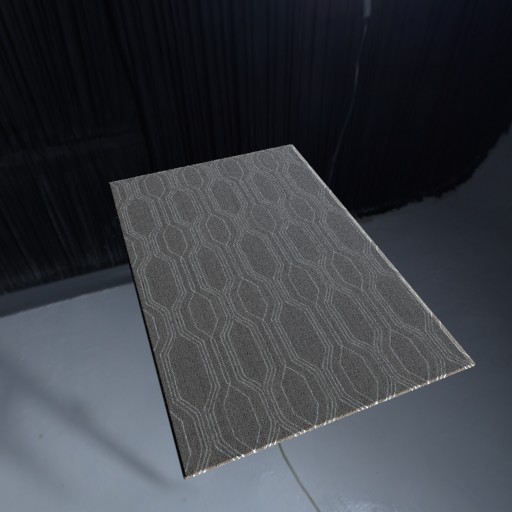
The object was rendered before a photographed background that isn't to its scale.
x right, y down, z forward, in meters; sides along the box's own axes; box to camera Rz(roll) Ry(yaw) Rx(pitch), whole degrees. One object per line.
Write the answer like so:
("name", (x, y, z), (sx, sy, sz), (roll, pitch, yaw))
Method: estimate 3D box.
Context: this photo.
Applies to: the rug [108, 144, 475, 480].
("rug", (0.000, 0.000, 2.275), (1.239, 0.012, 1.836), (-15, 47, -15))
